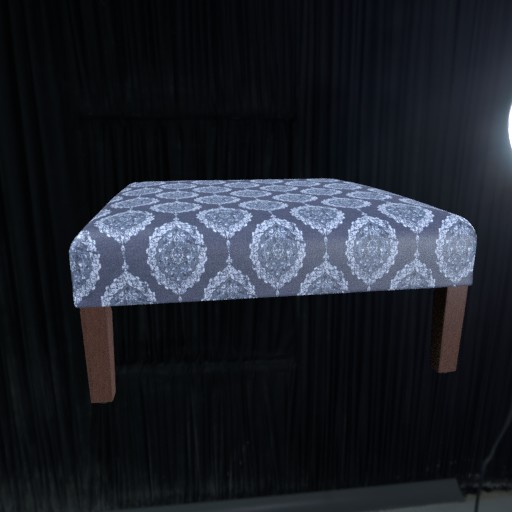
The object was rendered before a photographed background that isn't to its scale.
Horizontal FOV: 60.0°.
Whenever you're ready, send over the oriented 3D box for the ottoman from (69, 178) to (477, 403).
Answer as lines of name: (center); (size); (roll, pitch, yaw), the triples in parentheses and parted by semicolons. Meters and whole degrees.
ottoman: (0.000, 0.000, 1.391); (0.889, 0.409, 0.890); (-2, 16, -9)
